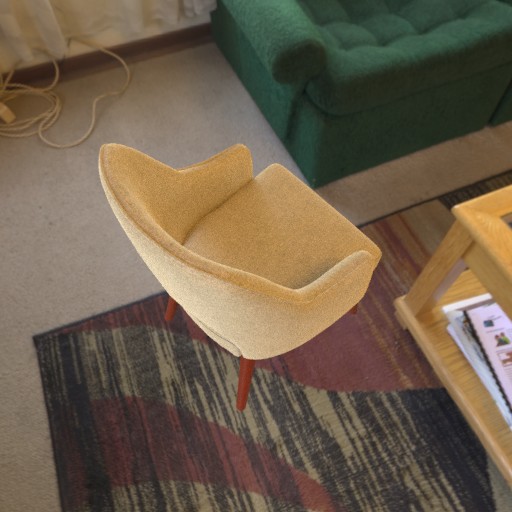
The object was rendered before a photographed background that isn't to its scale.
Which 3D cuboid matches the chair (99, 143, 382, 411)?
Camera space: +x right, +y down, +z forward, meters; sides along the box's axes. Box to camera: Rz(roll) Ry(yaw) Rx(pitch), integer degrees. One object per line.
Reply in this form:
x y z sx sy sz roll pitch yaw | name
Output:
0.000 0.000 1.233 0.605 0.849 0.548 -36 65 -20 | chair
